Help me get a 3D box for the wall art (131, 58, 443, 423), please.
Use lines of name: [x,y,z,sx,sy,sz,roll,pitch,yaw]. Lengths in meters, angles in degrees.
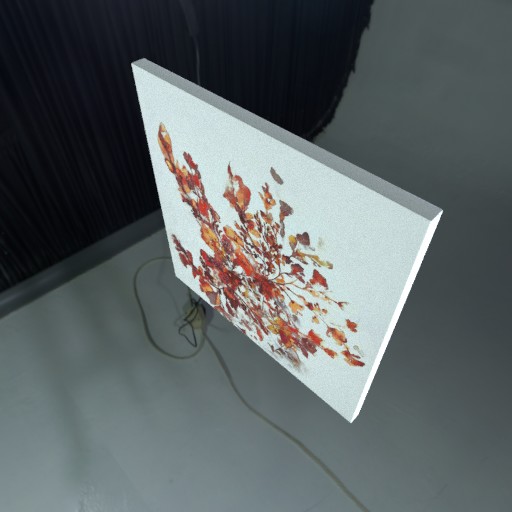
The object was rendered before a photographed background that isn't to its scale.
wall art: [0.000,0.000,1.494,1.009,1.009,0.049,36,57,28]
